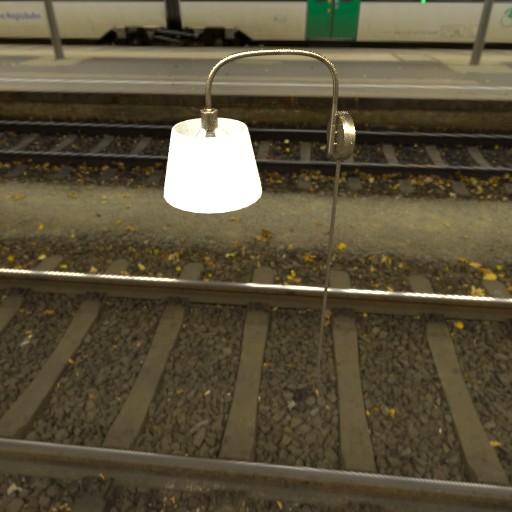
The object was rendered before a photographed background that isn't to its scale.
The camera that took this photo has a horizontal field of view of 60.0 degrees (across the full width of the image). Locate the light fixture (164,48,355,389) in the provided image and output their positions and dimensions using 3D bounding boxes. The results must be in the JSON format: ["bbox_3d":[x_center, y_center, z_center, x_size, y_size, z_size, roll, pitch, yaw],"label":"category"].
[{"bbox_3d":[0.000,0.000,0.469,0.176,0.399,0.092,-8,32,-13],"label":"light fixture"}]
